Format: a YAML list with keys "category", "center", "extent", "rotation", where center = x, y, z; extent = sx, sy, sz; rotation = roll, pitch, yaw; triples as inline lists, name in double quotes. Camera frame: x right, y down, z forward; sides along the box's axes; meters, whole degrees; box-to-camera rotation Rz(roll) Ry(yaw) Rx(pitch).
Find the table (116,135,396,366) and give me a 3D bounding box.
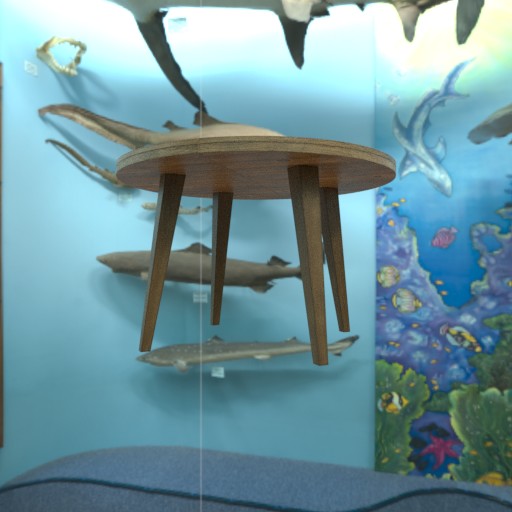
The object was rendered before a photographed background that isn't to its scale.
- category: "table"
  center: [0.000, 0.000, 2.013]
  extent: [1.213, 0.764, 1.213]
  rotation: [0, 0, 0]
